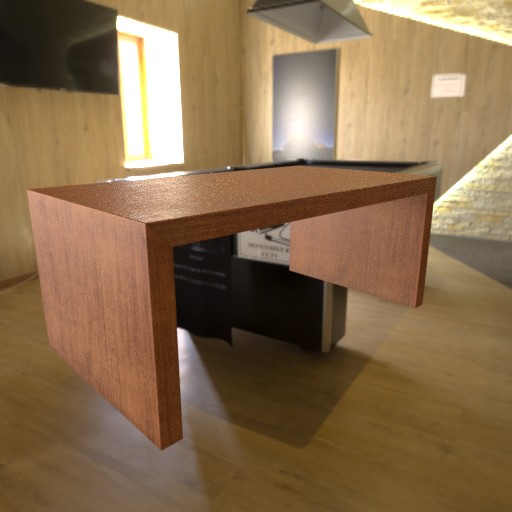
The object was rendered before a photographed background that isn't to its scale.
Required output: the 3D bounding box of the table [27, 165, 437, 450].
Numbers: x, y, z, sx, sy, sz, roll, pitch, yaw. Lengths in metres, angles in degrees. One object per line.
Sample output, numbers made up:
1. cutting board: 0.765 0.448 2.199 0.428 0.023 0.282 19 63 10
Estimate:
1. table: 0.000 0.000 1.263 1.000 0.419 0.549 -15 22 -42
